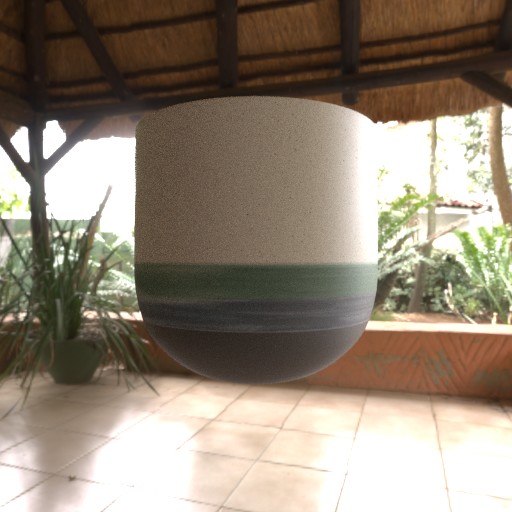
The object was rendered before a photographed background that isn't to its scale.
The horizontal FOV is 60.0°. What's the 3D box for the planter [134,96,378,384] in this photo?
[{"bbox_3d":[0.000,0.000,0.506,0.268,0.270,0.268,0,0,0],"label":"planter"}]
